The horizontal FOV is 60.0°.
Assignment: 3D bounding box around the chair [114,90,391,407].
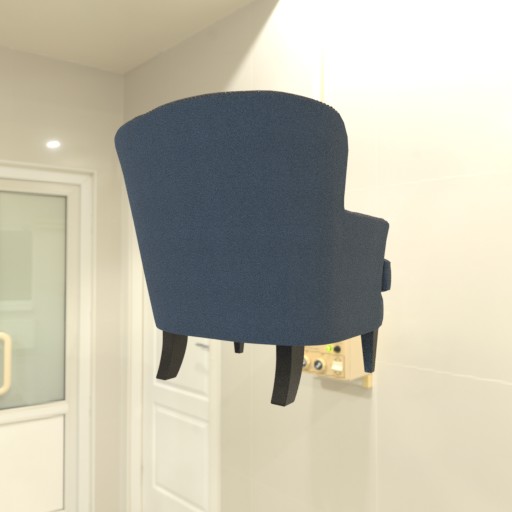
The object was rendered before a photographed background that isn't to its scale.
[{"bbox_3d":[0.000,0.000,1.606,0.848,0.868,0.906,-1,-1,36],"label":"chair"}]
